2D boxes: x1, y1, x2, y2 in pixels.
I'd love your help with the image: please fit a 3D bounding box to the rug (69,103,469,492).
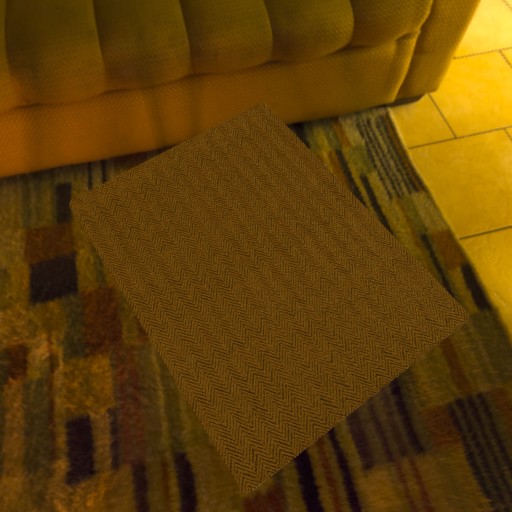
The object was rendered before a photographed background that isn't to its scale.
[{"bbox_3d":[0.000,0.000,4.220,2.439,0.014,3.207,-32,67,-15],"label":"rug"}]
